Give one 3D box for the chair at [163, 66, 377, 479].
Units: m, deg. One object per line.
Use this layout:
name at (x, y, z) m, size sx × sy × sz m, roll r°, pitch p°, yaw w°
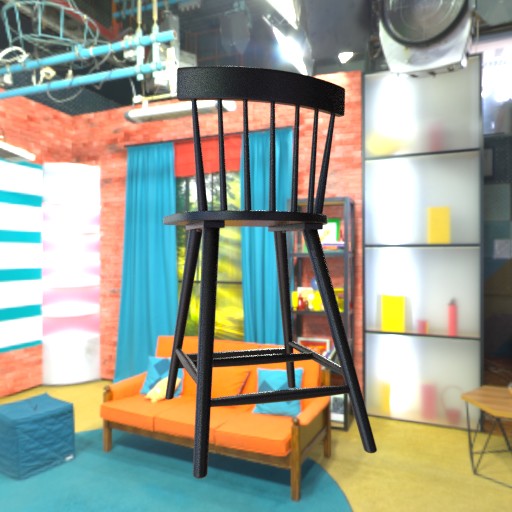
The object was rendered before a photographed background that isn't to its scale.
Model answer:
chair at (0.000, 0.000, 1.275) m, size 0.483 × 0.952 × 0.572 m, roll 0°, pitch 0°, yaw -17°
